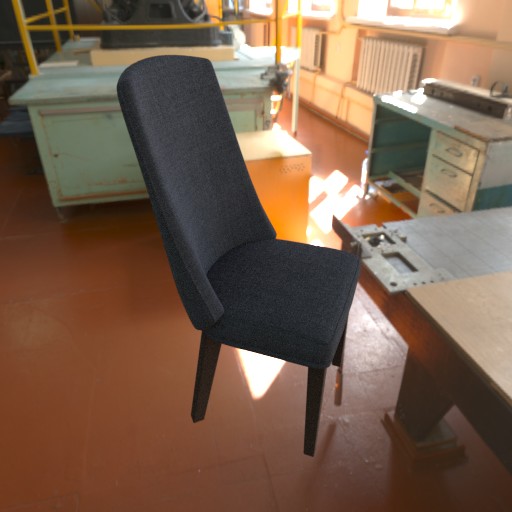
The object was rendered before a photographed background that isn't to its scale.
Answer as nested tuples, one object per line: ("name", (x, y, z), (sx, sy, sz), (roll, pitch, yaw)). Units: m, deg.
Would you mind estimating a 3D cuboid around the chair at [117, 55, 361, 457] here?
("chair", (0.000, 0.000, 1.299), (0.577, 1.050, 0.510), (11, 32, 18))
